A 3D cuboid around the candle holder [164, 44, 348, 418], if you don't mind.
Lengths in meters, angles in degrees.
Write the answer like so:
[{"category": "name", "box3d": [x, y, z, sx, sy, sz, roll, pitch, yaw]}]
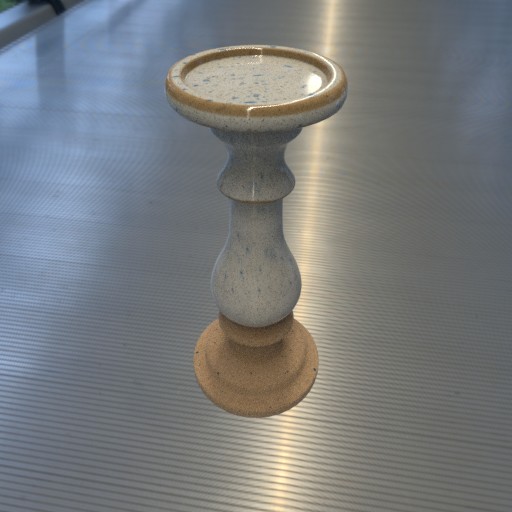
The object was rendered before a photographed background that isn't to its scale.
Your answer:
[{"category": "candle holder", "box3d": [0.000, 0.000, 0.249, 0.088, 0.203, 0.088, 0, 41, 0]}]
